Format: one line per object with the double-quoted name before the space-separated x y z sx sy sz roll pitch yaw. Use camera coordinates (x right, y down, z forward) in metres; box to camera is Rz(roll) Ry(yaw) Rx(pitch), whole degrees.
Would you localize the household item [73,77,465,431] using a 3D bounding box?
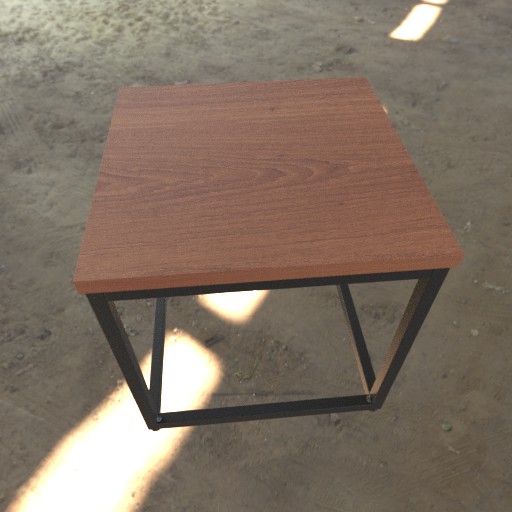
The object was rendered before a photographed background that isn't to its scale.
"household item" 0.000 0.000 0.731 0.400 0.400 0.400 -4 48 -4
